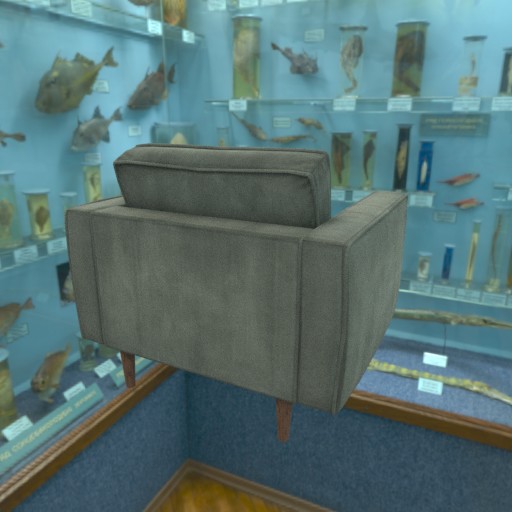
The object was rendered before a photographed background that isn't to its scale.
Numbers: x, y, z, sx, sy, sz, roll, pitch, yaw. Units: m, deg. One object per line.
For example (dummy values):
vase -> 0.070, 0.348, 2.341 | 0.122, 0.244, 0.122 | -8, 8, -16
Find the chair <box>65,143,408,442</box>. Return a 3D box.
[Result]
chair -> 0.000, 0.000, 1.549 | 0.928, 0.773, 0.843 | 9, 19, 26
